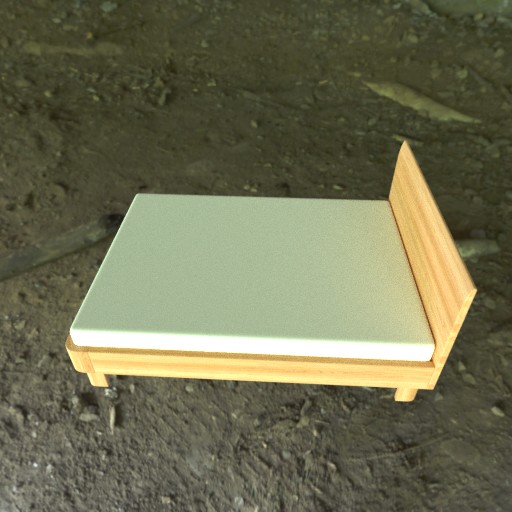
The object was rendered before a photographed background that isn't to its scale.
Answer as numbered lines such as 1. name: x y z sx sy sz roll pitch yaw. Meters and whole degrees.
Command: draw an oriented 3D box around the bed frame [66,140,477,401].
1. bed frame: 0.000 0.000 2.813 1.992 0.940 1.472 2 40 2
